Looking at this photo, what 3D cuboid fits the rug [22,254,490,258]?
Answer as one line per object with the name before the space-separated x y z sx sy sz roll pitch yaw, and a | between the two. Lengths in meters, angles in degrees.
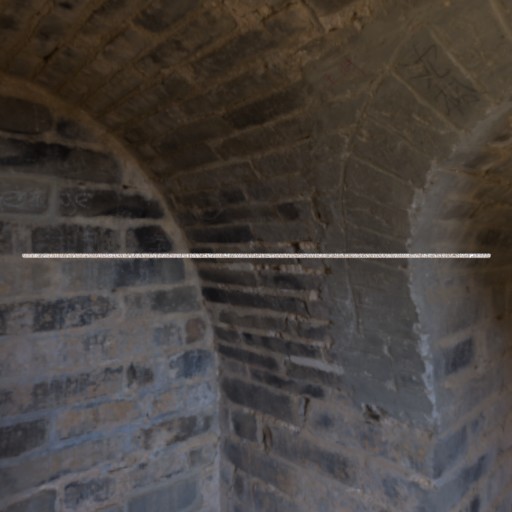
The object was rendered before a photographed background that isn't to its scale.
rug | 0.000 0.000 4.038 3.000 0.026 2.400 0 0 0
